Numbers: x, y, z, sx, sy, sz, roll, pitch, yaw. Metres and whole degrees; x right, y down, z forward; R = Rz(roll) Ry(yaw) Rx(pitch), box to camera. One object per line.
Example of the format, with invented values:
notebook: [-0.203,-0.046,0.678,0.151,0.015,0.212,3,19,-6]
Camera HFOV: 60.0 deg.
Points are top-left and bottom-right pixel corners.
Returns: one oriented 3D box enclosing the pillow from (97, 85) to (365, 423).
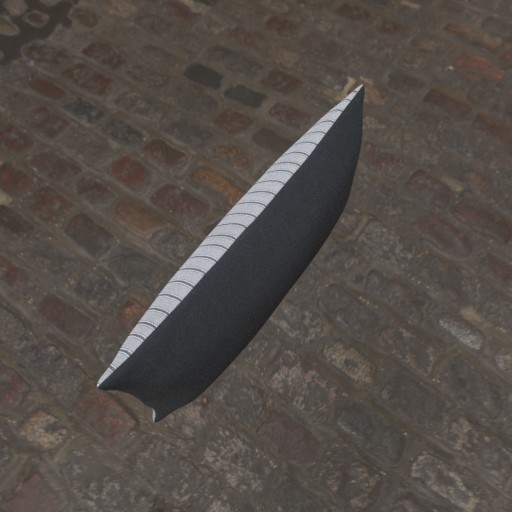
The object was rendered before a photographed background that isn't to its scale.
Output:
pillow: [0.000,0.000,0.748,0.151,0.305,0.609,33,68,15]
